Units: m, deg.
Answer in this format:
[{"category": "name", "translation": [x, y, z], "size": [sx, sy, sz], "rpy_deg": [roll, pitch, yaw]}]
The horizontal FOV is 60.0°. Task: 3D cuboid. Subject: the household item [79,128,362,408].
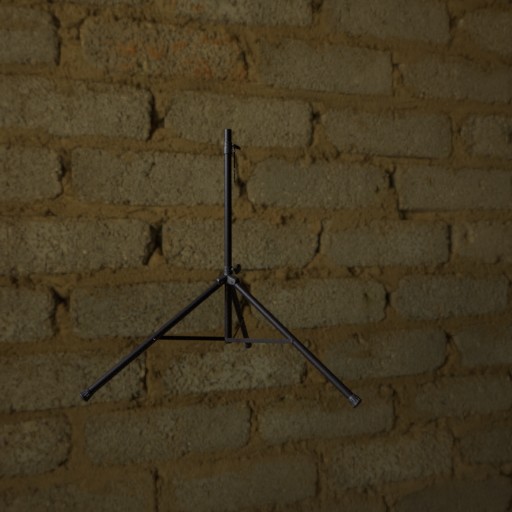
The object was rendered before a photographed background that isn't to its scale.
[{"category": "household item", "translation": [0.000, 0.000, 2.692], "size": [1.339, 1.595, 1.596], "rpy_deg": [1, 2, 36]}]
